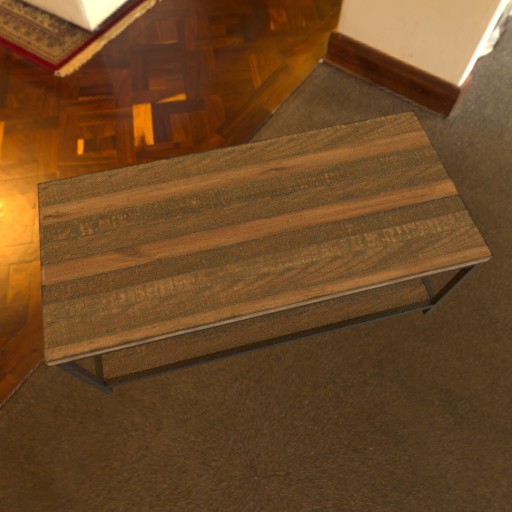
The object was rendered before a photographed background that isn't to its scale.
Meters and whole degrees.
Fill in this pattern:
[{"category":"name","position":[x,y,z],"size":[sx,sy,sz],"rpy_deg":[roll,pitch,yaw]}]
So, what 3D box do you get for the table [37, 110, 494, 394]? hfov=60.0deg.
[{"category":"table","position":[0.000,0.000,1.219],"size":[0.990,0.399,0.452],"rpy_deg":[-13,64,-6]}]
